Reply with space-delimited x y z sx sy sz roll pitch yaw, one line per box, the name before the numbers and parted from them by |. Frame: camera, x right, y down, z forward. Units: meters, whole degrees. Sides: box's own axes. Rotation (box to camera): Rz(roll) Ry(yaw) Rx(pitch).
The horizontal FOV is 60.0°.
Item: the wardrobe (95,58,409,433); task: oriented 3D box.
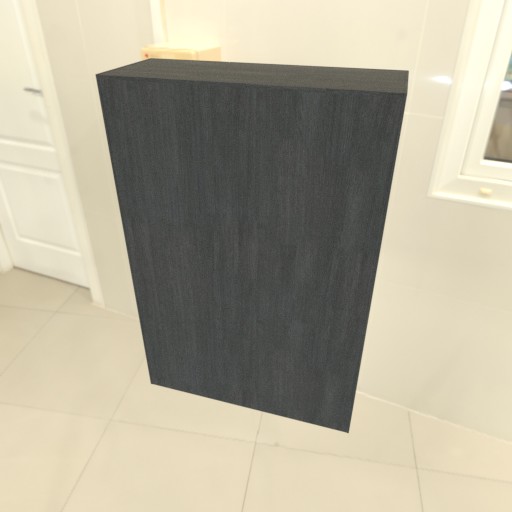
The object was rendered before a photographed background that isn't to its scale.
wardrobe | 0.000 0.000 2.459 1.290 1.910 0.510 9 33 14
